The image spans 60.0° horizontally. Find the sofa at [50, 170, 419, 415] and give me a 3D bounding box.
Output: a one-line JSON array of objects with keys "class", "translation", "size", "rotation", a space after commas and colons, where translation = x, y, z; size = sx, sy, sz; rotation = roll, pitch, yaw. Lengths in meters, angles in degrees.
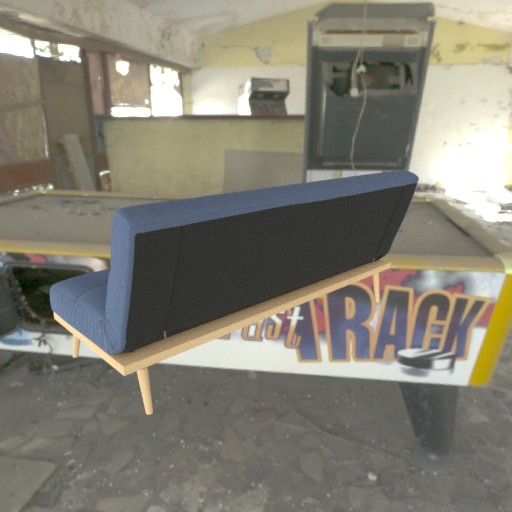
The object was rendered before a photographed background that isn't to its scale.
[{"class": "sofa", "translation": [0.000, 0.000, 2.255], "size": [1.800, 0.800, 0.796], "rotation": [-15, 22, -41]}]
